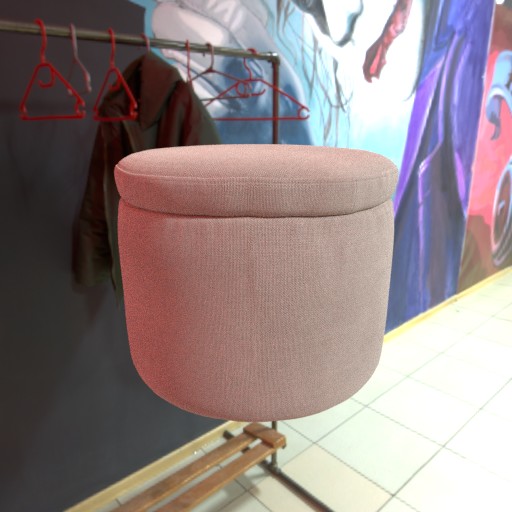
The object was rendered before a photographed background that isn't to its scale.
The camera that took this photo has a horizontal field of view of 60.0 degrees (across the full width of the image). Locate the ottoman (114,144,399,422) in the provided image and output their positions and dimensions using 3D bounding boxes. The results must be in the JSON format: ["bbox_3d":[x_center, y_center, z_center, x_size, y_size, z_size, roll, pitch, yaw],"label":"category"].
[{"bbox_3d":[0.000,0.000,0.849,0.497,0.409,0.497,0,16,0],"label":"ottoman"}]
